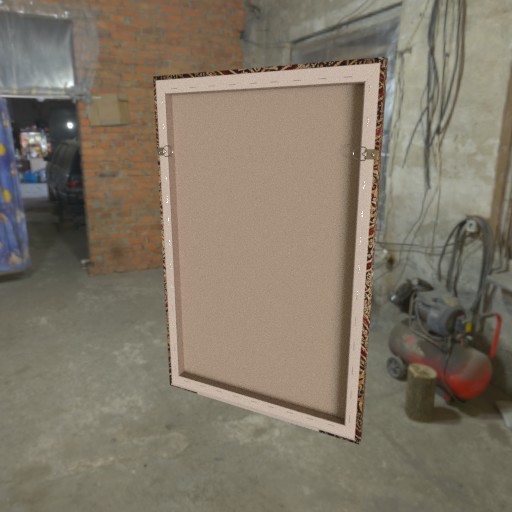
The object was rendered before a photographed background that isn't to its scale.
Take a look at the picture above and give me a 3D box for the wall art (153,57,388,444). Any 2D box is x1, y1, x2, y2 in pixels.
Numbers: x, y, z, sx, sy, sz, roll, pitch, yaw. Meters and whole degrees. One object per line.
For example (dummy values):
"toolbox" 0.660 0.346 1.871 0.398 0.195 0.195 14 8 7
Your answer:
"wall art" 0.000 0.000 1.149 0.599 0.904 0.030 8 16 27
